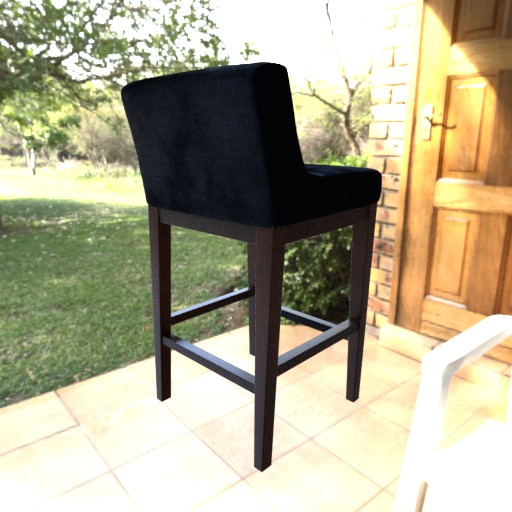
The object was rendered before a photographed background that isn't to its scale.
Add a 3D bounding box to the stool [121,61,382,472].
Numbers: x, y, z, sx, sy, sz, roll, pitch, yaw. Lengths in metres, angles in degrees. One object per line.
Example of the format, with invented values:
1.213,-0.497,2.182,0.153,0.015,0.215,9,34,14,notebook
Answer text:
0.000,0.000,1.265,0.511,0.945,0.516,14,21,42,stool
